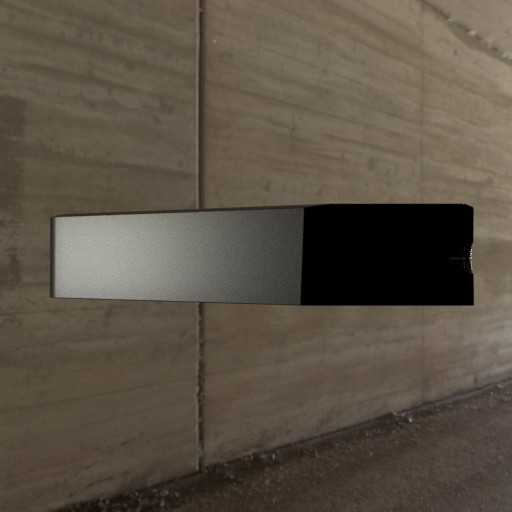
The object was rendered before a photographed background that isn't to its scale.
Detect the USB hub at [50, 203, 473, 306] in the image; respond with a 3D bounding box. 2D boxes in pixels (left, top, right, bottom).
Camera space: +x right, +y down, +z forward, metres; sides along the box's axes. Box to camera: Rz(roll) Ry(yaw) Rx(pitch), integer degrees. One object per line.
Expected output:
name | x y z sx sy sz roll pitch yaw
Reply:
USB hub | 0.000 0.000 0.126 0.110 0.023 0.044 0 -1 18
